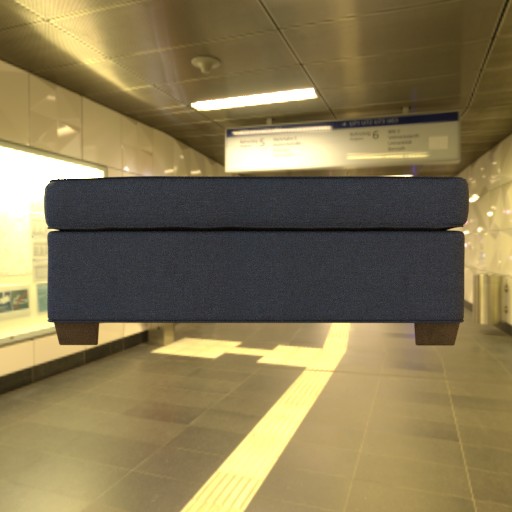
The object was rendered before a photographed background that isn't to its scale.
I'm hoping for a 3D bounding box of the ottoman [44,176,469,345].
[{"bbox_3d":[0.000,0.000,1.373,1.110,0.460,0.515,0,1,0],"label":"ottoman"}]
